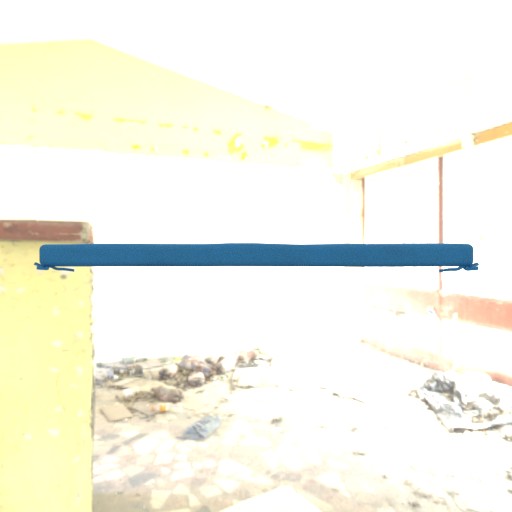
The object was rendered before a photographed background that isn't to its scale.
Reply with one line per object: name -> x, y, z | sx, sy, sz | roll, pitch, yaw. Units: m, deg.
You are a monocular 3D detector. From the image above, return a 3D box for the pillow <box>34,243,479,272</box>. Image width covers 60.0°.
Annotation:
pillow -> 0.000, 0.000, 1.361 | 1.187, 0.081, 0.492 | 0, 1, 1
